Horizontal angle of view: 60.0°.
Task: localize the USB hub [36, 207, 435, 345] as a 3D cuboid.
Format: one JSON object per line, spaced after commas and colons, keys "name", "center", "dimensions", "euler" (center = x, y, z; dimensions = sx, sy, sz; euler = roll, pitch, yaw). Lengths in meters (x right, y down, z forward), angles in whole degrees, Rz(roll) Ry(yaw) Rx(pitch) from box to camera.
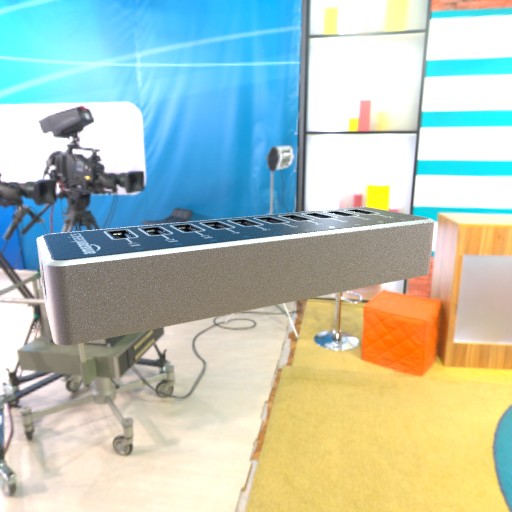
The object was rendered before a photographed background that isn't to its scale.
{"name": "USB hub", "center": [0.000, 0.000, 0.167], "dimensions": [0.145, 0.023, 0.044], "euler": [-8, 16, -28]}
